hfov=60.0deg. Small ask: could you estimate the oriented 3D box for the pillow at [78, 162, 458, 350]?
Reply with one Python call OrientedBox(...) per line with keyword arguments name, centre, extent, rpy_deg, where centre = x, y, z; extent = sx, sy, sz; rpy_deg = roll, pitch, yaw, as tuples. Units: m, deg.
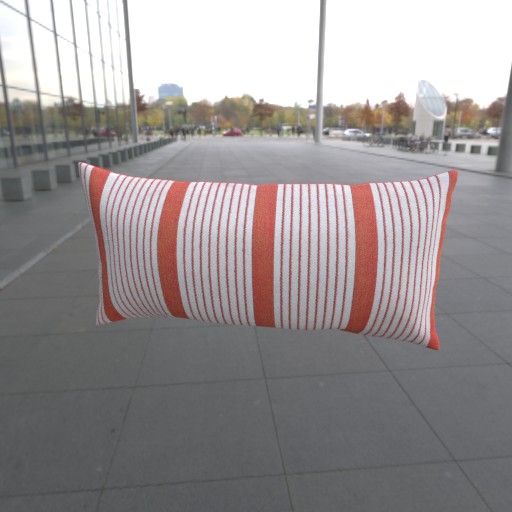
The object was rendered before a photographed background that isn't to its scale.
OrientedBox(name="pillow", centre=(0.000, 0.000, 0.735), extent=(0.608, 0.297, 0.151), rpy_deg=(3, 16, 9))
